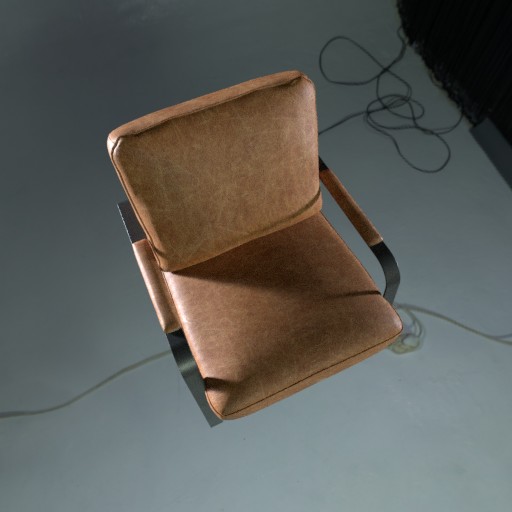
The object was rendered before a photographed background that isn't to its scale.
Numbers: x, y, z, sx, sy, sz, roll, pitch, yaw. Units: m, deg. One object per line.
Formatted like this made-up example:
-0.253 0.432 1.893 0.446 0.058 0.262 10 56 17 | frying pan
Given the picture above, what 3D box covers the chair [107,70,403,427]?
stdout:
0.000 0.000 1.336 0.651 0.777 0.801 -22 65 -11 | chair
